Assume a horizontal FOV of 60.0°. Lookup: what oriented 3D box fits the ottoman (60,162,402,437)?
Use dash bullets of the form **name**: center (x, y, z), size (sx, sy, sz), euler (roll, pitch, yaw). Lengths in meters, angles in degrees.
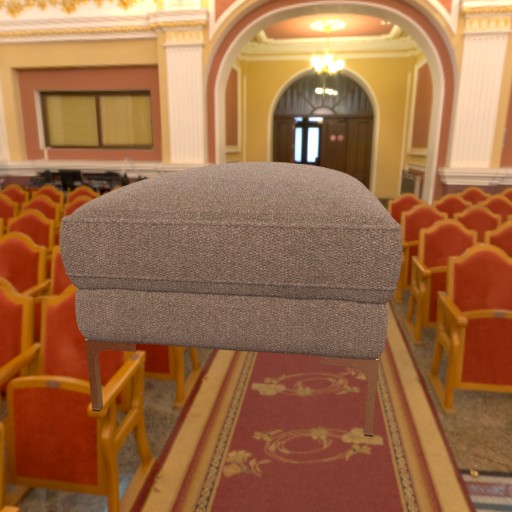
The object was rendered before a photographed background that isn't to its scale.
- **ottoman**: center (0.000, 0.000, 1.133), size (0.583, 0.464, 0.785), euler (2, 14, 8)
